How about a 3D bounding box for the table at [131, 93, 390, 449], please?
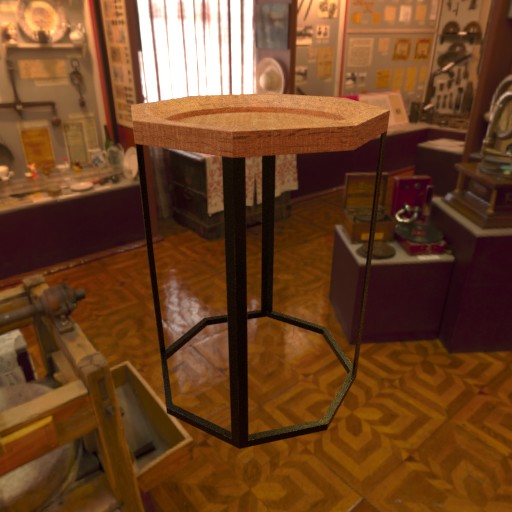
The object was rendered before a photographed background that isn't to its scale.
[{"bbox_3d":[0.000,0.000,0.862,0.437,0.553,0.437,-18,32,-33],"label":"table"}]
